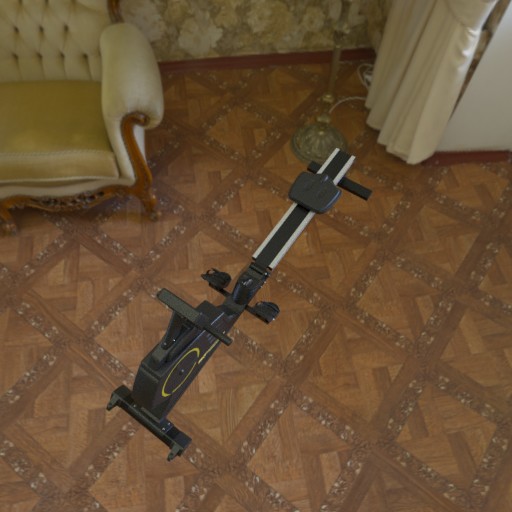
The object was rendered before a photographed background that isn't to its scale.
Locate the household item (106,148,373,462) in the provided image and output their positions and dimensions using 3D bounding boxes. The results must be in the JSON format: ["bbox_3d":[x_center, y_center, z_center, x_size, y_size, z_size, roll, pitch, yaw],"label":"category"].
[{"bbox_3d":[0.000,0.000,2.576,0.521,0.810,2.251,31,64,17],"label":"household item"}]
